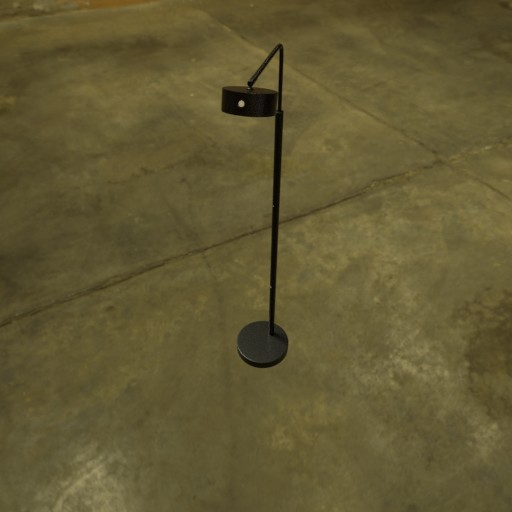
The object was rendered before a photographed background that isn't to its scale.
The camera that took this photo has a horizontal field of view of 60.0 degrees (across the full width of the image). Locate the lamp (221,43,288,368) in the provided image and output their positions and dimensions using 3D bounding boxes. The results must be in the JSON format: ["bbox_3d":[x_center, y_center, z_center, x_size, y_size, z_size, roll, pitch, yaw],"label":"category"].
[{"bbox_3d":[0.000,0.000,1.426,0.219,1.230,0.418,11,44,12],"label":"lamp"}]
